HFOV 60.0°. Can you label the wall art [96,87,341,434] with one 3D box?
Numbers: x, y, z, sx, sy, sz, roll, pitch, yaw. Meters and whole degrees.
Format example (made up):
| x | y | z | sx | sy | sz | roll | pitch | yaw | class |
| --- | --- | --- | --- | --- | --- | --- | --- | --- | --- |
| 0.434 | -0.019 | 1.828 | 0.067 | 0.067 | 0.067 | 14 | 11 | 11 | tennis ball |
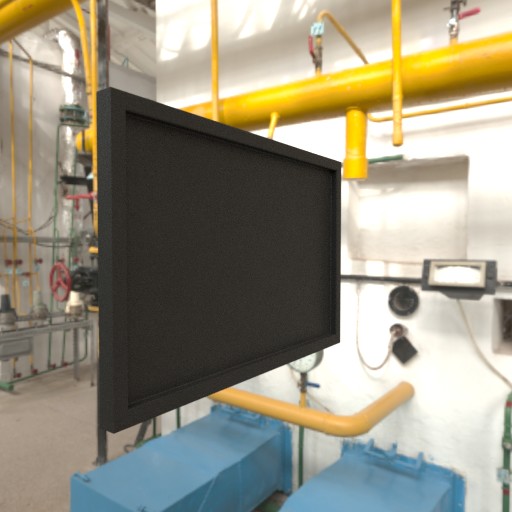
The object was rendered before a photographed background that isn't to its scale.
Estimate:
| x | y | z | sx | sy | sz | roll | pitch | yaw | class |
| --- | --- | --- | --- | --- | --- | --- | --- | --- | --- |
| 0.000 | 0.000 | 0.568 | 0.021 | 0.301 | 0.443 | 1 | 2 | 37 | wall art |
